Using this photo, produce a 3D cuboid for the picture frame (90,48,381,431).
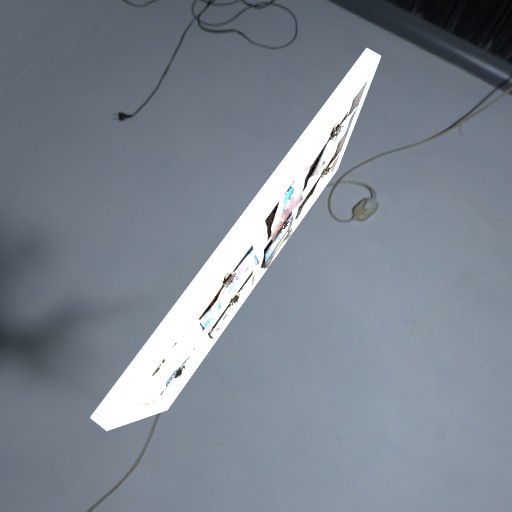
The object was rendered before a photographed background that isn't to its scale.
[{"bbox_3d":[0.000,0.000,0.783,0.044,0.379,0.647,34,77,9],"label":"picture frame"}]
